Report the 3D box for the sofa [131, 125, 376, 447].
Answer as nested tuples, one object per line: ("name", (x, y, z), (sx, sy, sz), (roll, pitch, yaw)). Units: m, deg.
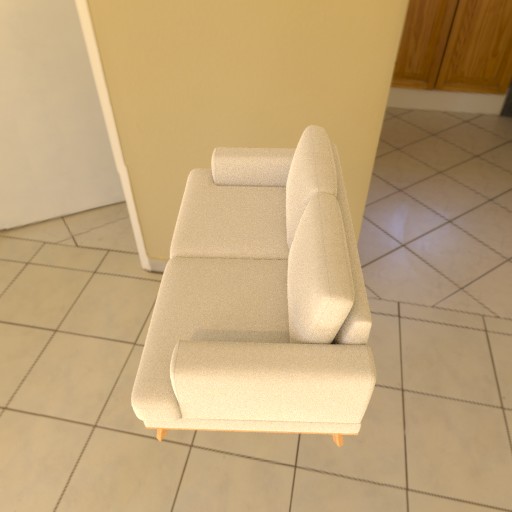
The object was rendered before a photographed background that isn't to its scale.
("sofa", (0.000, 0.000, 2.234), (0.915, 0.810, 1.651), (1, 43, 1))
